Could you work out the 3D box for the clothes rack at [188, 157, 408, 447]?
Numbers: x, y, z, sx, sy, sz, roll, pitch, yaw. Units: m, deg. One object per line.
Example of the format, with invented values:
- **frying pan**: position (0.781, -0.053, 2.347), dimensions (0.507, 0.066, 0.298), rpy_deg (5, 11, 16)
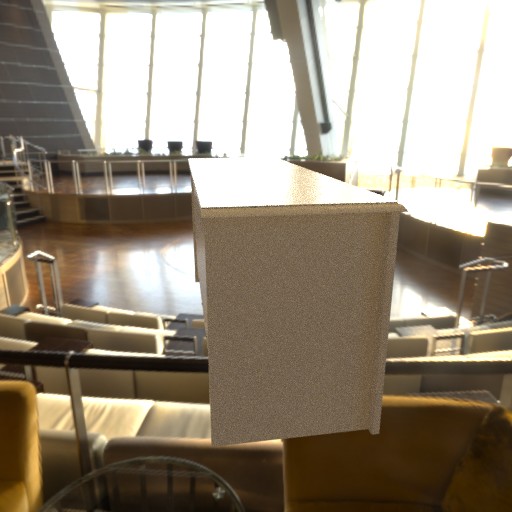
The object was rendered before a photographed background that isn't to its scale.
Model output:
- **clothes rack**: position (0.000, 0.000, 1.490), dimensions (0.405, 0.558, 1.218), rpy_deg (-3, 17, -9)
